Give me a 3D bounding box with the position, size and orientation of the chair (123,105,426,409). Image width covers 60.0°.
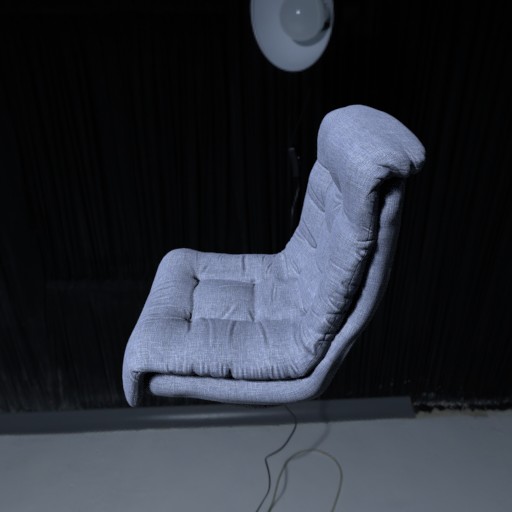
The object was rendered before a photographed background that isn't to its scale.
[{"bbox_3d":[0.000,0.000,1.212,0.668,0.749,0.597,0,27,-1],"label":"chair"}]
